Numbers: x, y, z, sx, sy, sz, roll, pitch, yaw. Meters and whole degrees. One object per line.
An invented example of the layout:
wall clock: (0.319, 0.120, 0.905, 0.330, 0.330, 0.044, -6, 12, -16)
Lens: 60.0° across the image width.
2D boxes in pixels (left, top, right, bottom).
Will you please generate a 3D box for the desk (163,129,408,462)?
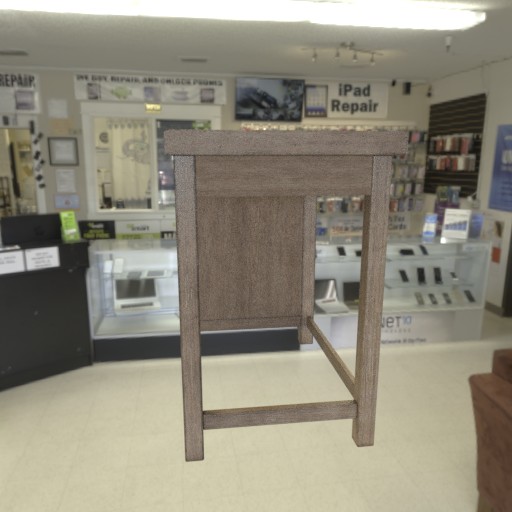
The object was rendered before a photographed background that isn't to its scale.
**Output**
desk: (0.000, 0.000, 1.802, 0.610, 0.912, 1.289, -2, 13, -7)
